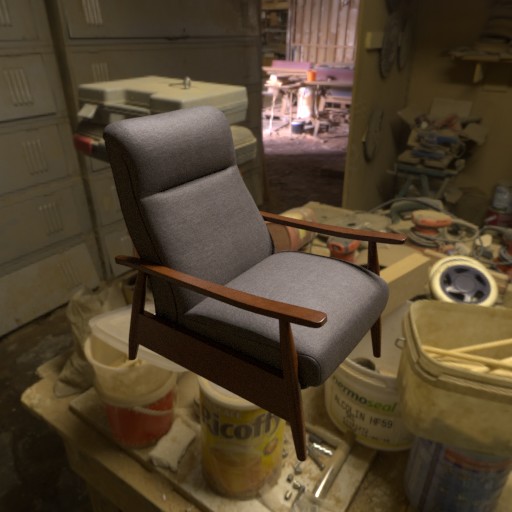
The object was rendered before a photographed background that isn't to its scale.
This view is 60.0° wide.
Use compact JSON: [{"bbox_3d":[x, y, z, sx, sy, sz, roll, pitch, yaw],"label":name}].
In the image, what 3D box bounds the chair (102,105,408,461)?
[{"bbox_3d":[0.000,0.000,1.864,1.014,1.081,0.762,18,32,32],"label":"chair"}]
